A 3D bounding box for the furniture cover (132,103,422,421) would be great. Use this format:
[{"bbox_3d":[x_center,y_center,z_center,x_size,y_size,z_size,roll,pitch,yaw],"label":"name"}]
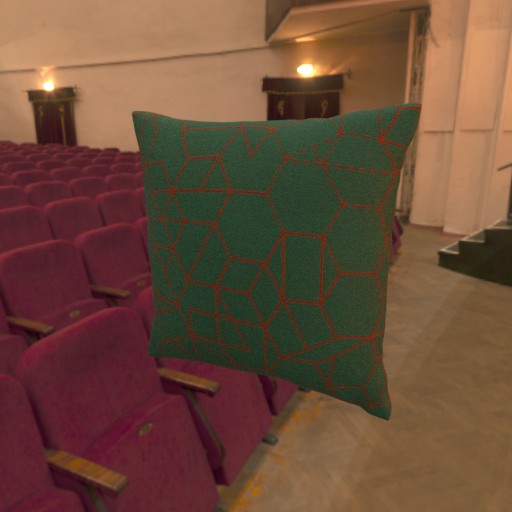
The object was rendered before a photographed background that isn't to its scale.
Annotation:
[{"bbox_3d":[0.000,0.000,0.794,0.517,0.508,0.158,7,16,25],"label":"furniture cover"}]
